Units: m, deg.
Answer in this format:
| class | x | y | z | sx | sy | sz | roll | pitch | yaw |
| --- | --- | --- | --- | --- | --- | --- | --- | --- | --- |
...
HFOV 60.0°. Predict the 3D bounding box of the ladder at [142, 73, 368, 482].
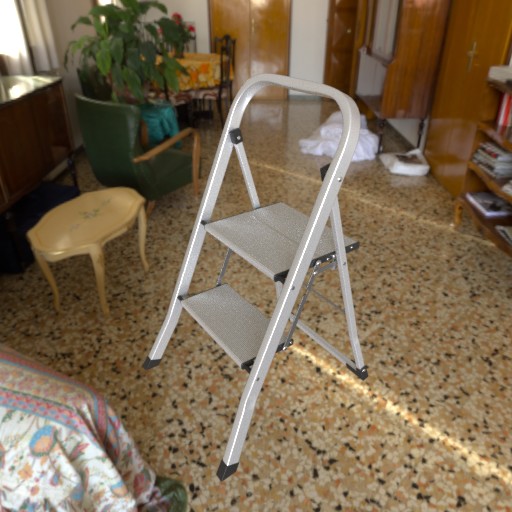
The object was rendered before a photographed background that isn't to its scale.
| class | x | y | z | sx | sy | sz | roll | pitch | yaw |
| --- | --- | --- | --- | --- | --- | --- | --- | --- | --- |
| ladder | 0.000 | 0.000 | 1.126 | 0.530 | 0.830 | 0.465 | -20 | 36 | -30 |
